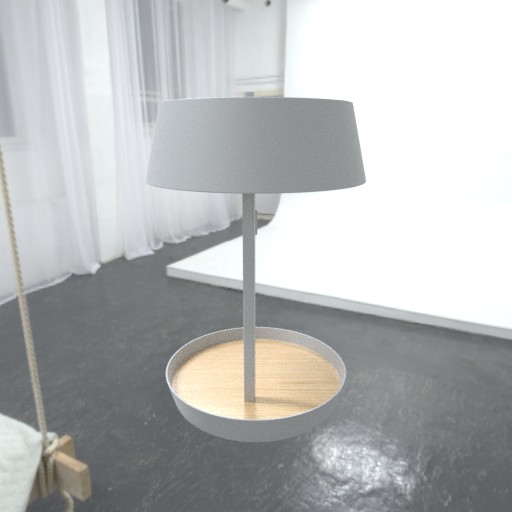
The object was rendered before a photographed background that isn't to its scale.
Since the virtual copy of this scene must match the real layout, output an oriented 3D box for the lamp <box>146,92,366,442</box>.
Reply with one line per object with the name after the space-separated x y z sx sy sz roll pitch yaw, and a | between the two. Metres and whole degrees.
0.000 0.000 0.631 0.291 0.429 0.291 0 16 0 | lamp
